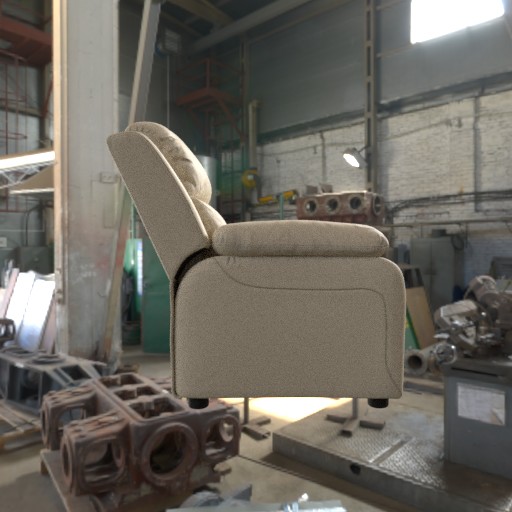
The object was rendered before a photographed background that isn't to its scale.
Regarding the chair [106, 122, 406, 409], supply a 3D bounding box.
[{"bbox_3d":[0.000,0.000,1.291,0.709,0.702,0.680,0,1,-2],"label":"chair"}]
